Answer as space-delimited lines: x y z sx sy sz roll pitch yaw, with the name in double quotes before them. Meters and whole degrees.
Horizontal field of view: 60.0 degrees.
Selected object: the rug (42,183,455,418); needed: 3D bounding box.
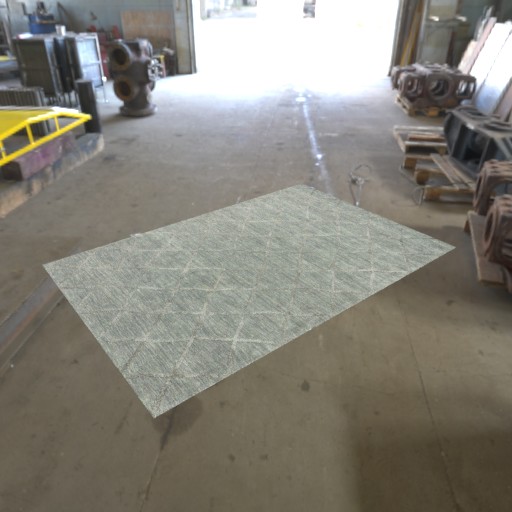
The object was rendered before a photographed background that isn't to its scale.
"rug" 0.000 0.000 2.933 2.283 0.006 1.521 -22 37 -33
